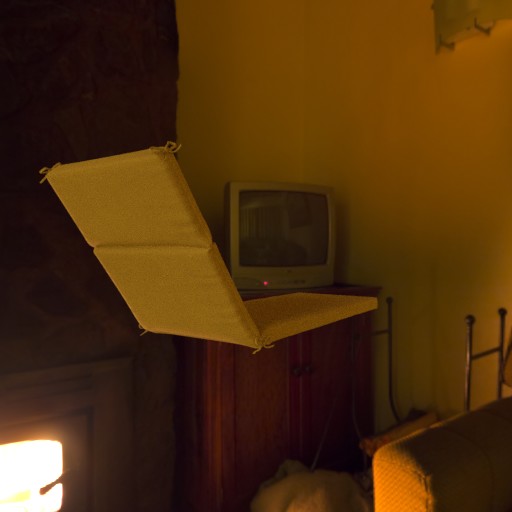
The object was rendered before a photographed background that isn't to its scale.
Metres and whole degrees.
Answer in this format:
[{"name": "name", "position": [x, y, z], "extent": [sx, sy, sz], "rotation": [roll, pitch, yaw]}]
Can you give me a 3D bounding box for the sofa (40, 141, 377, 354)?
[{"name": "sofa", "position": [0.000, 0.000, 1.924], "extent": [0.582, 0.622, 1.663], "rotation": [1, 1, 34]}]
